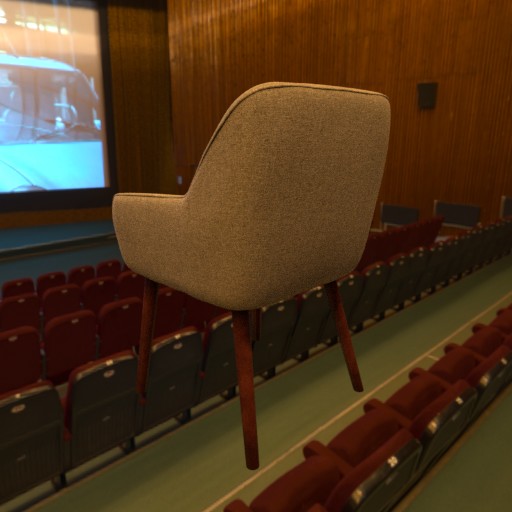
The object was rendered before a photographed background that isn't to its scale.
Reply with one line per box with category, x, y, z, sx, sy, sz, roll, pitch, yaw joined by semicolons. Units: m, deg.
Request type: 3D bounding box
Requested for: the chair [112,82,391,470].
chair;0.000;0.000;1.163;0.543;0.803;0.519;-15;22;-43
